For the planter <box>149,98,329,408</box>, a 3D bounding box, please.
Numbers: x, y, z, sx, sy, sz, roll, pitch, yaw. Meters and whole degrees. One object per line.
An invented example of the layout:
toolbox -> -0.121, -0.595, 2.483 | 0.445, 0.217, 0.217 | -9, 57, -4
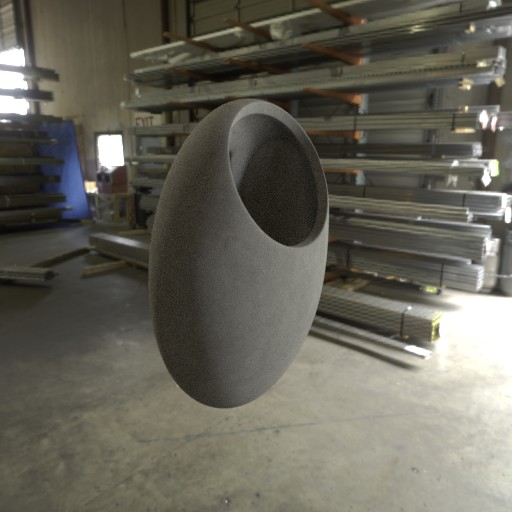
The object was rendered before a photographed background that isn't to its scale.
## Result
planter -> 0.000, 0.000, 0.280 | 0.071, 0.188, 0.185 | 7, 15, 27
